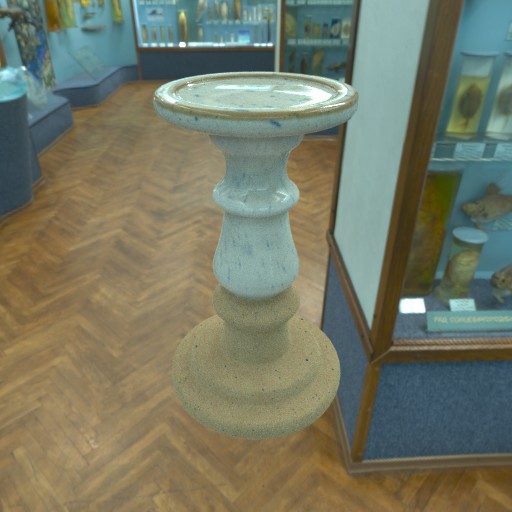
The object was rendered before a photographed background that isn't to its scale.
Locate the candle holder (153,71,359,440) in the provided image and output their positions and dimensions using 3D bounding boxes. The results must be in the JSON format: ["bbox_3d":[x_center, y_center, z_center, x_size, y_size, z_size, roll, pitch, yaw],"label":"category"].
[{"bbox_3d":[0.000,0.000,0.279,0.123,0.202,0.123,0,32,0],"label":"candle holder"}]
